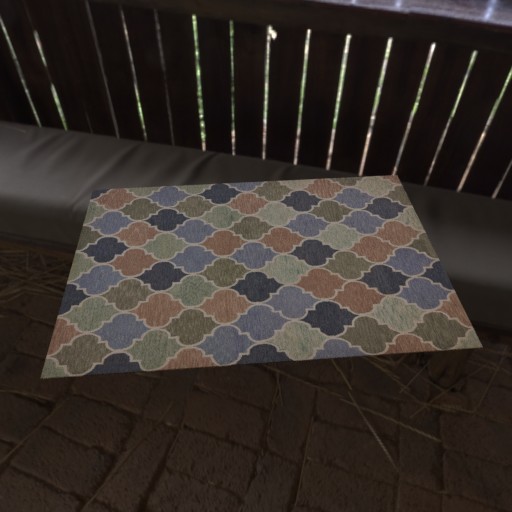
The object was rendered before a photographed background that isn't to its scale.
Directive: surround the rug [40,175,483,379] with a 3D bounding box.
[{"bbox_3d":[0.000,0.000,2.803,2.284,0.006,1.521,-3,47,-3],"label":"rug"}]
